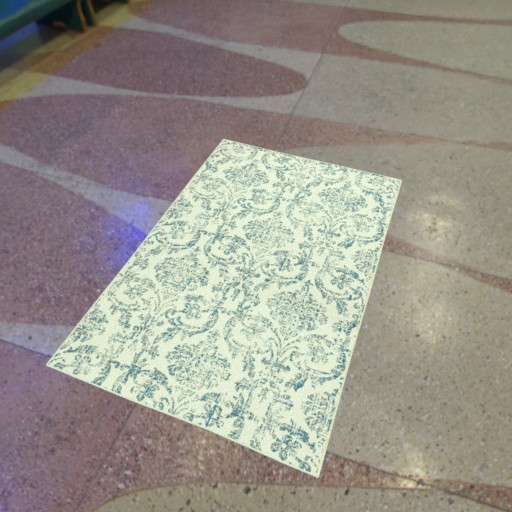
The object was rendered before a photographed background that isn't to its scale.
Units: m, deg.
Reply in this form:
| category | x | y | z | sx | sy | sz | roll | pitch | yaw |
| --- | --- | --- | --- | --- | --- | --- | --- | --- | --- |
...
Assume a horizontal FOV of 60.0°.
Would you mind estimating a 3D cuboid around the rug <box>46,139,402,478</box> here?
| category | x | y | z | sx | sy | sz | roll | pitch | yaw |
| --- | --- | --- | --- | --- | --- | --- | --- | --- | --- |
| rug | 0.000 | 0.000 | 3.468 | 1.819 | 0.018 | 2.746 | 16 | 50 | 14 |
